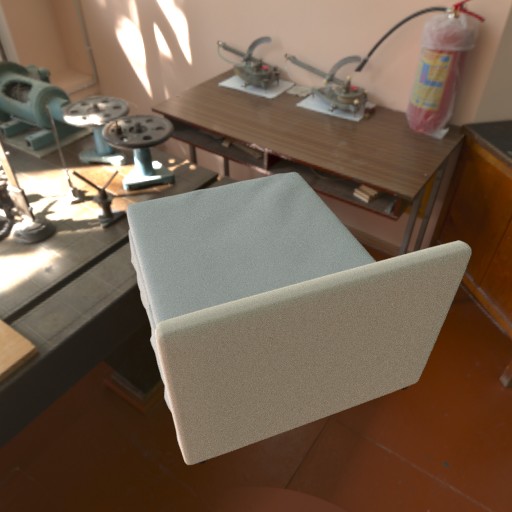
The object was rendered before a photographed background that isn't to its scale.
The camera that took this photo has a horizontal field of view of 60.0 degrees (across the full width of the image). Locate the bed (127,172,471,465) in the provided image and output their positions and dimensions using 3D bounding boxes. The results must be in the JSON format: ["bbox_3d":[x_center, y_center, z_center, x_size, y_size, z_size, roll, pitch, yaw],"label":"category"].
[{"bbox_3d":[0.000,0.000,3.274,1.748,1.330,2.142,-14,43,-15],"label":"bed"}]
